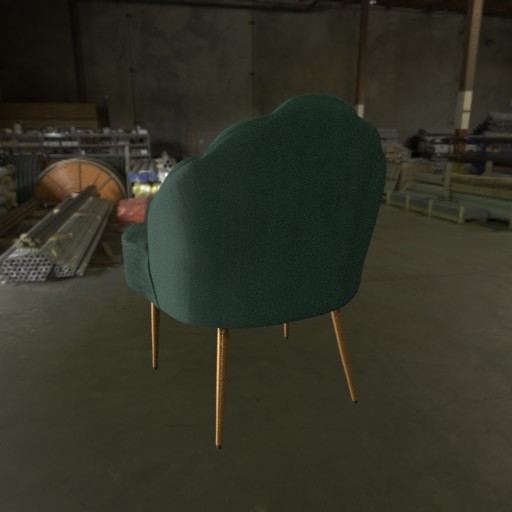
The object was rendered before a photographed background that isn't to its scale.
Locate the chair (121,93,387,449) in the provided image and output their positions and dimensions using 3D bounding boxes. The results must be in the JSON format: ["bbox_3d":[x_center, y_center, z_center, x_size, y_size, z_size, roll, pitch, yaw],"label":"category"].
[{"bbox_3d":[0.000,0.000,1.248,0.657,0.819,0.599,-8,17,-26],"label":"chair"}]
